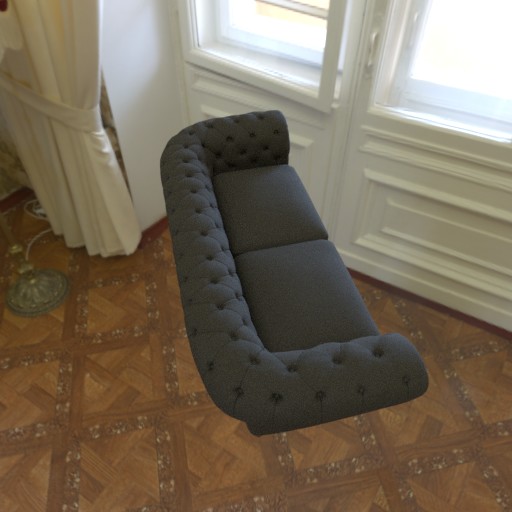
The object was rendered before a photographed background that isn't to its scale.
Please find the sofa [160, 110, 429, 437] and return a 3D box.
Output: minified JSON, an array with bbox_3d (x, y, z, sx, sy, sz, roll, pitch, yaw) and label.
[{"bbox_3d":[0.000,0.000,2.774,0.991,0.762,2.362,-10,48,-9],"label":"sofa"}]
